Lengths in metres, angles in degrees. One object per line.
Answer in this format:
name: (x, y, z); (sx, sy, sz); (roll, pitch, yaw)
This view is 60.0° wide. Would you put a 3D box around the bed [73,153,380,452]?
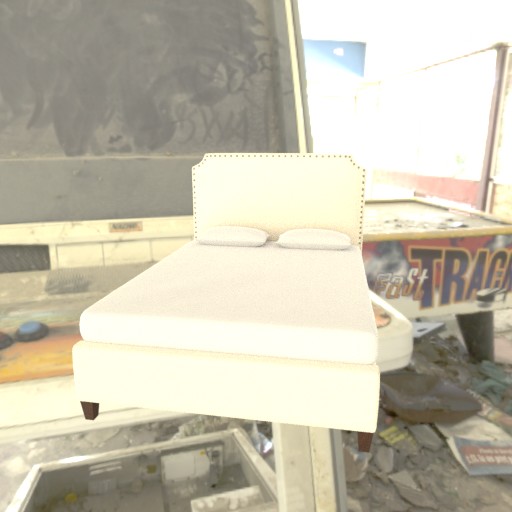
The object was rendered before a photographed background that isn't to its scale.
bed: (0.000, 0.000, 3.388); (1.712, 1.497, 2.372); (2, 14, 10)
